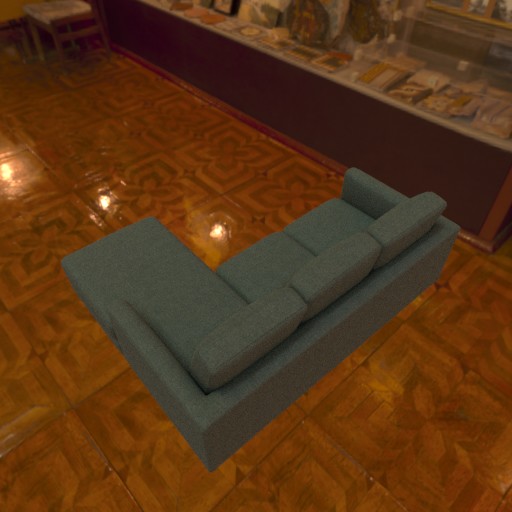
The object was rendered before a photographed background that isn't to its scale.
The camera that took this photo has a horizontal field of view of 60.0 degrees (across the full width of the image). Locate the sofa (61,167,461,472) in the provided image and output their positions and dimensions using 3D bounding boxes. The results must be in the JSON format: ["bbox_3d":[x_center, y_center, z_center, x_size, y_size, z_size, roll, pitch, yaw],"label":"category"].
[{"bbox_3d":[0.000,0.000,2.972,2.055,0.957,1.667,-31,53,-27],"label":"sofa"}]
